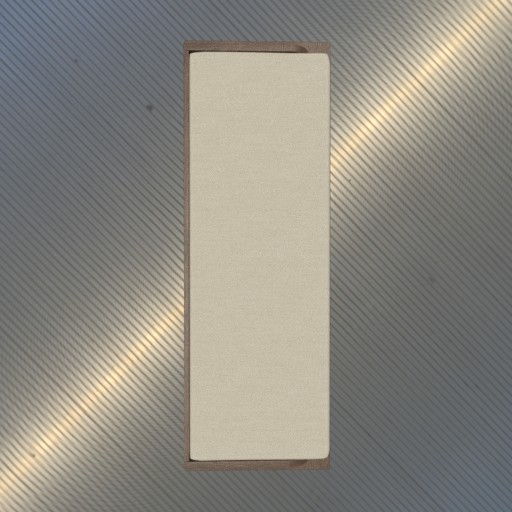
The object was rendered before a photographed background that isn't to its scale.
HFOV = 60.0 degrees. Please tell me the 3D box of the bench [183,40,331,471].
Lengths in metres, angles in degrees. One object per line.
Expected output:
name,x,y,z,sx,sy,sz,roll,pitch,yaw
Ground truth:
bench,0.000,0.000,1.424,0.402,0.501,1.185,0,91,-1
